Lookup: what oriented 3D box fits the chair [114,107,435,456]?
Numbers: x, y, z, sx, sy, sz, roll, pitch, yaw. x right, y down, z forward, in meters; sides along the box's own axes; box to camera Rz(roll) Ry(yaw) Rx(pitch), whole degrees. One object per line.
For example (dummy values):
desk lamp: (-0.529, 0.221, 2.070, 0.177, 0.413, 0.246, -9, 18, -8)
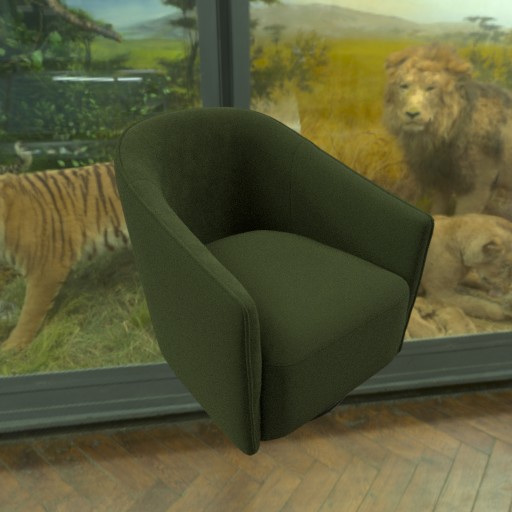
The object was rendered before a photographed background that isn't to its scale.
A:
chair: (0.000, 0.000, 1.456, 0.747, 0.799, 0.875, -22, 36, -32)
